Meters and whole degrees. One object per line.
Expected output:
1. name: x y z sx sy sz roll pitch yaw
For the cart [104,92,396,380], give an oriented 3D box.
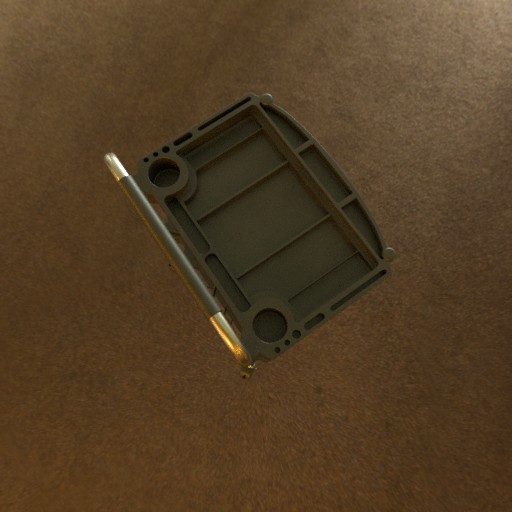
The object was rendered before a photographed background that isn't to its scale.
1. cart: 0.000 0.000 1.352 0.518 1.075 0.584 -34 78 -8
